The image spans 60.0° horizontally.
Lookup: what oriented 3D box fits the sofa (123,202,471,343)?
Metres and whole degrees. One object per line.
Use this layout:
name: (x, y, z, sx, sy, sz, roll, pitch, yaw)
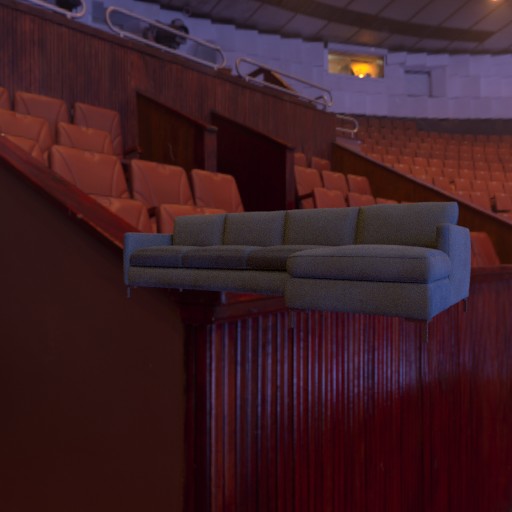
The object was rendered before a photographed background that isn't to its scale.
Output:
sofa: (0.000, 0.000, 3.244, 2.725, 0.756, 1.255, 1, 1, 34)
